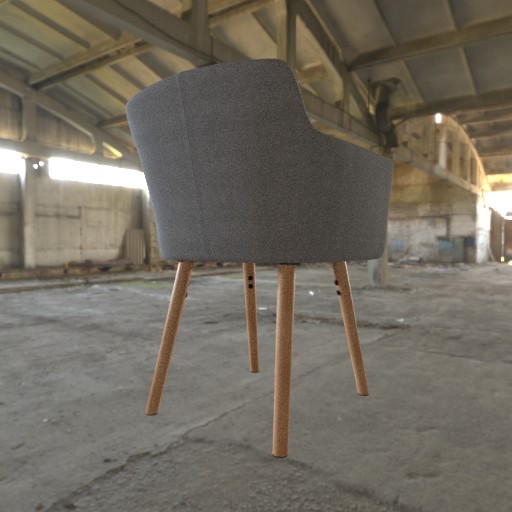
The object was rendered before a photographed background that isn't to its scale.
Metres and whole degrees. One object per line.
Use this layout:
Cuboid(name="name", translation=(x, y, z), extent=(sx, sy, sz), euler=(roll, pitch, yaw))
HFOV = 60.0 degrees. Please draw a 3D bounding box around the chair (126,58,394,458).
Cuboid(name="chair", translation=(0.000, 0.000, 1.136), extent=(0.570, 0.780, 0.540), euler=(1, 2, 35))
